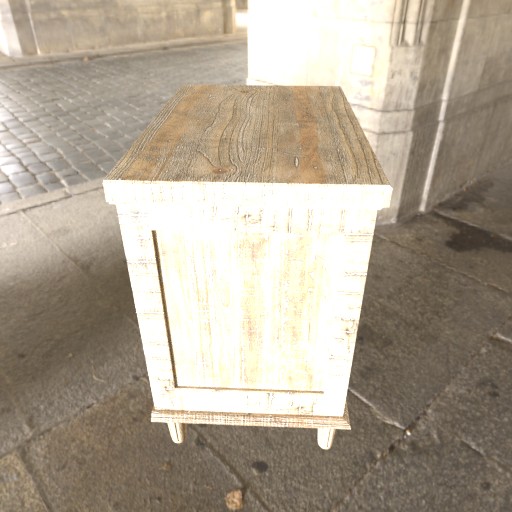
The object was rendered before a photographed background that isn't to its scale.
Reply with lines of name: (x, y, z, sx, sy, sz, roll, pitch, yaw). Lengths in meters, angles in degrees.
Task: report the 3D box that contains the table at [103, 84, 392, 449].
table: (0.000, 0.000, 1.160, 0.457, 0.711, 0.686, 1, 33, 2)
